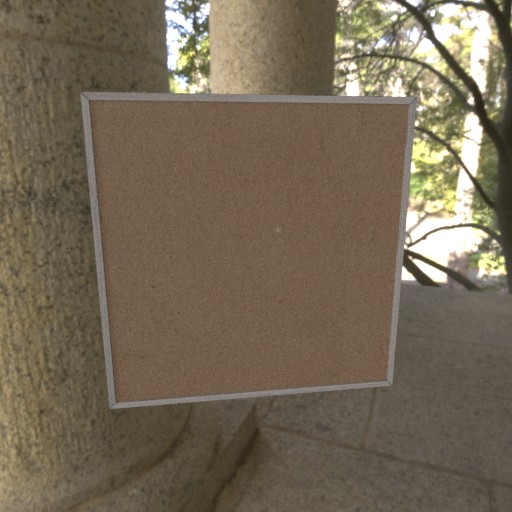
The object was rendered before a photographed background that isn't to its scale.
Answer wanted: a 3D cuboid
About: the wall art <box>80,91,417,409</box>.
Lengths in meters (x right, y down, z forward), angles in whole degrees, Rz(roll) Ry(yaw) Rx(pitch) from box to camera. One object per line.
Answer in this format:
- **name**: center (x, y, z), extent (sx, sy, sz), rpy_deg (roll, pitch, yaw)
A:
- **wall art**: center (0.000, 0.000, 0.743), extent (0.508, 0.508, 0.038), rpy_deg (-2, 15, -8)
